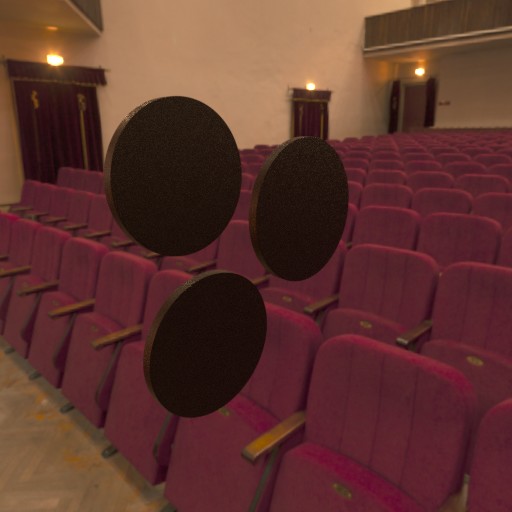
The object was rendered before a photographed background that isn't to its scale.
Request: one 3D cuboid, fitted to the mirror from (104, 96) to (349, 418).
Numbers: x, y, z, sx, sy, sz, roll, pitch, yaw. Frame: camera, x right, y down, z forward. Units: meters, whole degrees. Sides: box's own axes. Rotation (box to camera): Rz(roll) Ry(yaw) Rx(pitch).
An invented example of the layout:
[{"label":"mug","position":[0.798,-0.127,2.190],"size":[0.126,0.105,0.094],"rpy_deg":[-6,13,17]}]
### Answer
[{"label":"mirror","position":[0.000,0.000,3.181],"size":[2.160,2.096,0.076],"rpy_deg":[-15,21,-43]}]
